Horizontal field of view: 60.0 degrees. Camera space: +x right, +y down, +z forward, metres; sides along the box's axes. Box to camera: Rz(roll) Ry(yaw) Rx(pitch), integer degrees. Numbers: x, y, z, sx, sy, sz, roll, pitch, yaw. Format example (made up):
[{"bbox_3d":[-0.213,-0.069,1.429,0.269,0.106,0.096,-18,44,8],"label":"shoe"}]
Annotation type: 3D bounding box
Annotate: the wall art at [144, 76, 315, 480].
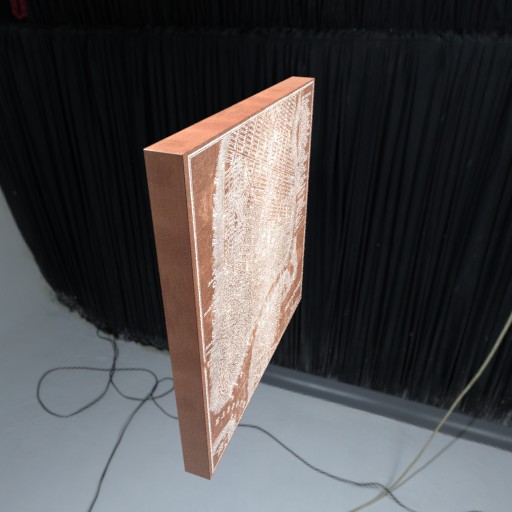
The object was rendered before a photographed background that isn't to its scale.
[{"bbox_3d":[0.000,0.000,0.603,0.035,0.403,0.403,11,32,18],"label":"wall art"}]
